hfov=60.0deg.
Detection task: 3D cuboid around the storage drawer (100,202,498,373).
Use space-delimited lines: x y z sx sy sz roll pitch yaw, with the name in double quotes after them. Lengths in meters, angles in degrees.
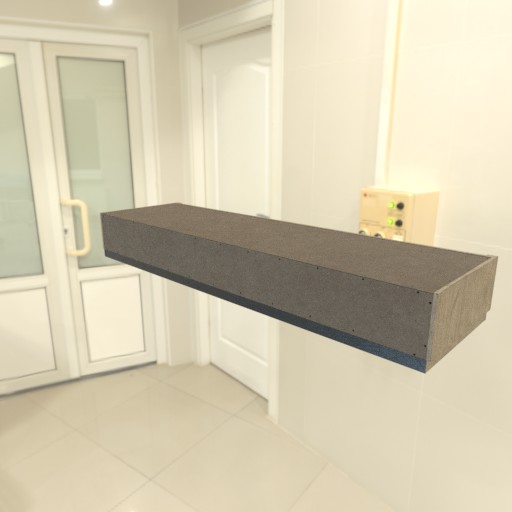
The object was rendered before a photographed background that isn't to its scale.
0.000 0.000 2.263 2.072 0.274 0.591 14 21 42 "storage drawer"
